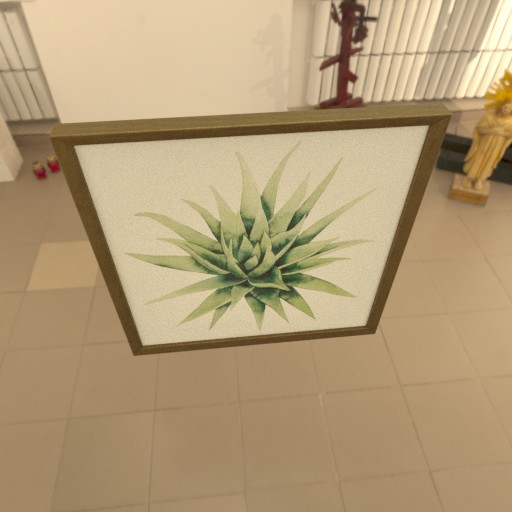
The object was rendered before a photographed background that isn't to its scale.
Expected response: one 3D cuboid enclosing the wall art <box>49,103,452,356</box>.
[{"bbox_3d":[0.000,0.000,0.744,0.503,0.506,0.030,-4,47,-4],"label":"wall art"}]
